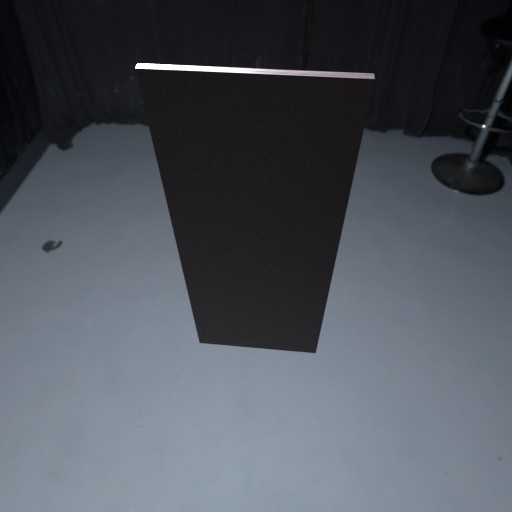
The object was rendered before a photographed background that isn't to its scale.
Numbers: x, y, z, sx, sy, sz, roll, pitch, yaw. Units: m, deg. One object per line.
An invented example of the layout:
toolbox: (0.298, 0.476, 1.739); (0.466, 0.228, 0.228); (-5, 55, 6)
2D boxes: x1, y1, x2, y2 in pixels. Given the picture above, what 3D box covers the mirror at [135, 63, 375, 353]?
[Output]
mirror: (0.000, 0.000, 2.300); (0.812, 2.020, 0.221); (4, 46, 4)
